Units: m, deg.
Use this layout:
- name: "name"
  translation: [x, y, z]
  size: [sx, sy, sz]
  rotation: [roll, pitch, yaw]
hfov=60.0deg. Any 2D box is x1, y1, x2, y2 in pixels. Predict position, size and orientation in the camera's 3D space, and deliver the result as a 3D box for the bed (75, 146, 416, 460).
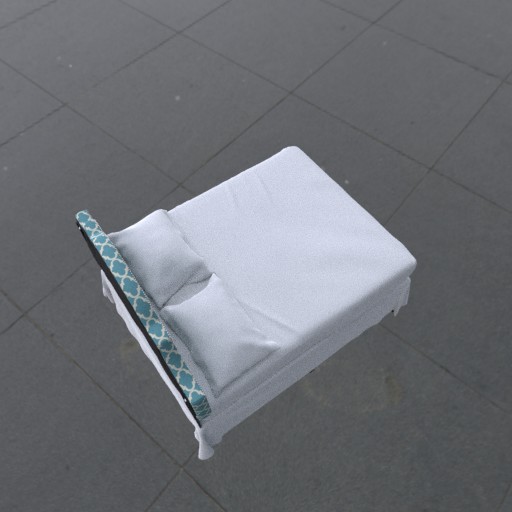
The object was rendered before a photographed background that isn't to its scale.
- name: "bed"
  translation: [0.000, 0.000, 3.385]
  size: [2.222, 1.633, 1.780]
  rotation: [-31, 63, -18]
